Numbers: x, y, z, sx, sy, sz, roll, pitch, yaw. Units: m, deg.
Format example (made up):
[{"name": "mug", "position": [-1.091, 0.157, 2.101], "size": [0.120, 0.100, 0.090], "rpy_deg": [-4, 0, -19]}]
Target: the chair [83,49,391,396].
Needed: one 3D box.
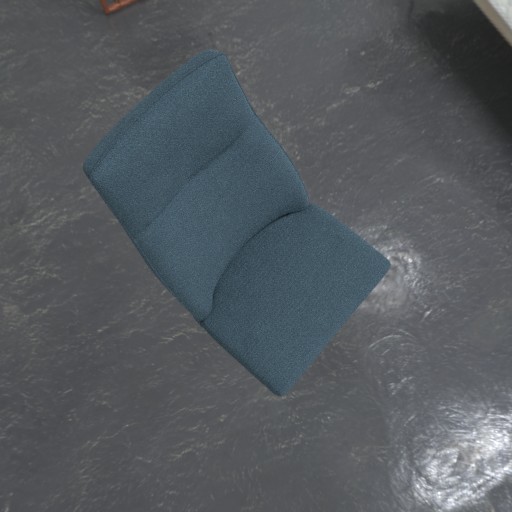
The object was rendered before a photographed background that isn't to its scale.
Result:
[{"name": "chair", "position": [0.000, 0.000, 1.256], "size": [0.620, 0.930, 0.500], "rpy_deg": [41, 79, 10]}]
